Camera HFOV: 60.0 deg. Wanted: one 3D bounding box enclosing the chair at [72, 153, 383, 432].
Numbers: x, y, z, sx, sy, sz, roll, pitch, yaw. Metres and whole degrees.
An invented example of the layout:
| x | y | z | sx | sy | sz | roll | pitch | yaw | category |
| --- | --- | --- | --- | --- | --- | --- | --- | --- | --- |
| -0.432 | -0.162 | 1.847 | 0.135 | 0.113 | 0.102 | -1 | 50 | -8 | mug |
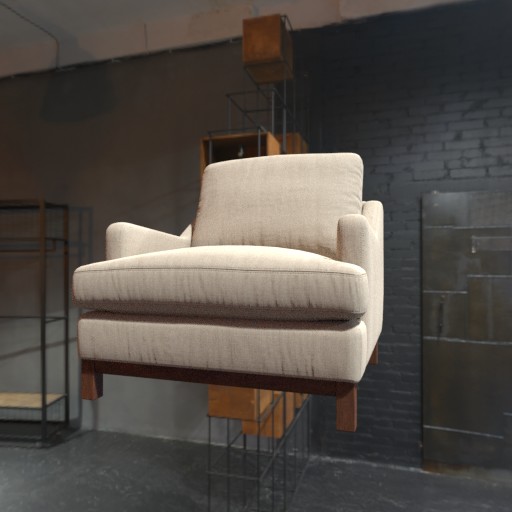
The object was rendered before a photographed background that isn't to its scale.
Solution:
| x | y | z | sx | sy | sz | roll | pitch | yaw | category |
| --- | --- | --- | --- | --- | --- | --- | --- | --- | --- |
| 0.000 | 0.000 | 1.708 | 0.912 | 0.916 | 1.001 | 0 | -1 | 19 | chair |
